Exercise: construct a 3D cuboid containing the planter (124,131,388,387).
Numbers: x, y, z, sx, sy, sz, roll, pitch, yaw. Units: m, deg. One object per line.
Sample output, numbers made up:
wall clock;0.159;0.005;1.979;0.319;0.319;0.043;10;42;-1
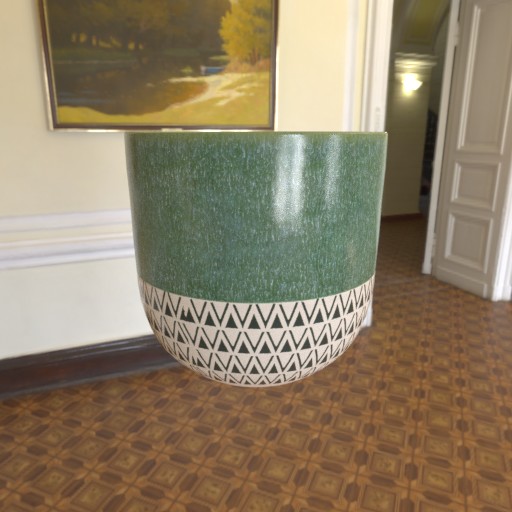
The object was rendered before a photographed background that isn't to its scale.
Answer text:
planter;0.000;0.000;0.500;0.266;0.270;0.266;0;16;0
